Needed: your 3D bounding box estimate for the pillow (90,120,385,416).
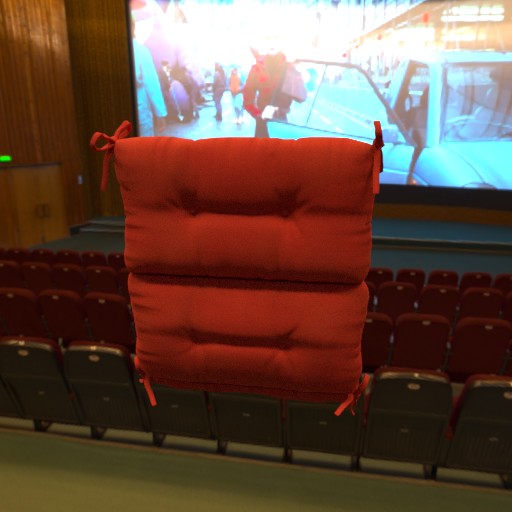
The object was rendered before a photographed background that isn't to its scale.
[{"bbox_3d":[0.000,0.000,1.044,0.519,0.605,0.571,2,16,8],"label":"pillow"}]
